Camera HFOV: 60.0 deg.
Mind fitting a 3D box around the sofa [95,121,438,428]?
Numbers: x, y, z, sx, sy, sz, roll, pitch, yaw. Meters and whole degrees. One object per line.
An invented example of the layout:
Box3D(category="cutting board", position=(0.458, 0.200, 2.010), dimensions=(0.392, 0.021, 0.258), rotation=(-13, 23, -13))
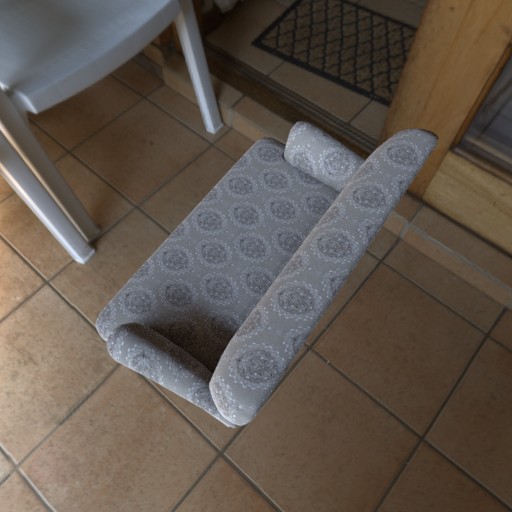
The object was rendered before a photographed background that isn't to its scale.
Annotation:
Box3D(category="sofa", position=(0.000, 0.000, 1.815), dimensions=(0.779, 0.889, 1.297), rotation=(32, 67, 15))
